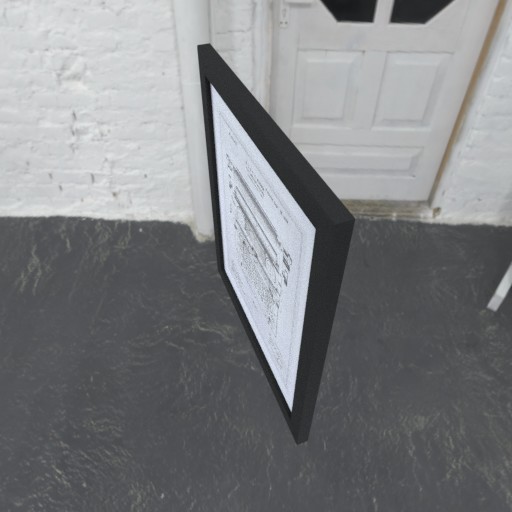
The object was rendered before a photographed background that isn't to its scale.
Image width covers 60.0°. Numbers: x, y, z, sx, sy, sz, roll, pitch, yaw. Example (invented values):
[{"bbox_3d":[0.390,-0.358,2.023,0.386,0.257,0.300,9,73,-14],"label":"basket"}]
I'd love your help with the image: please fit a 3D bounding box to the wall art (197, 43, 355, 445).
[{"bbox_3d":[0.000,0.000,0.715,0.021,0.508,0.432,-16,48,-15],"label":"wall art"}]
